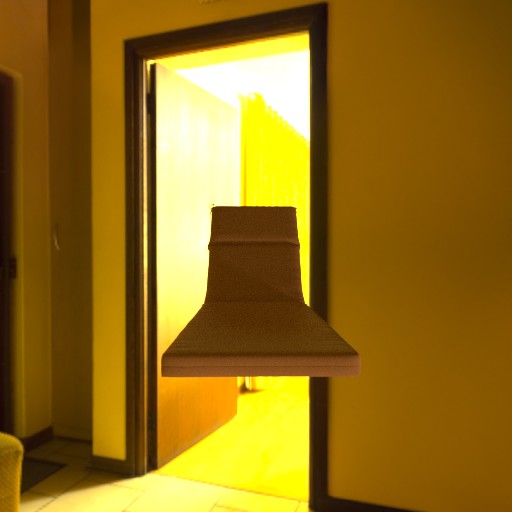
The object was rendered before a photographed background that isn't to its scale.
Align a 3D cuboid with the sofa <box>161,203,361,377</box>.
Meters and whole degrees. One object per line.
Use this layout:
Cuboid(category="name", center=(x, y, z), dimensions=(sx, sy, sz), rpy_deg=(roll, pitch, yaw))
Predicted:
Cuboid(category="sofa", center=(0.000, 0.000, 1.953), dimensions=(0.582, 0.622, 1.663), rpy_deg=(0, 1, -1))
